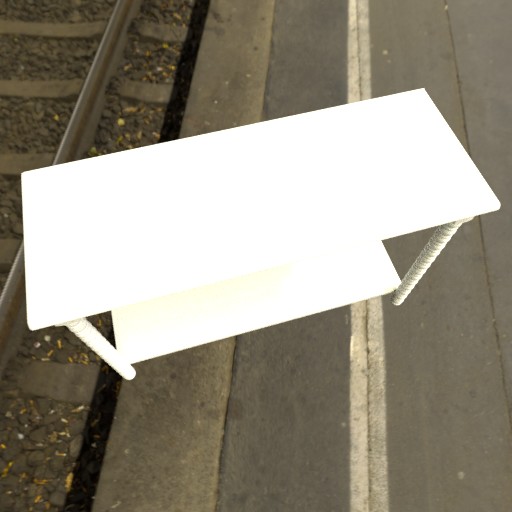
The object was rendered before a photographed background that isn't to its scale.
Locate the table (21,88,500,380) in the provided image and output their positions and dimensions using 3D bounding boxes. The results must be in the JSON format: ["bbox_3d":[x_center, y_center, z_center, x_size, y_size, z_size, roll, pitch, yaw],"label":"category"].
[{"bbox_3d":[0.000,0.000,1.482,1.184,0.740,0.459,-14,63,-7],"label":"table"}]
